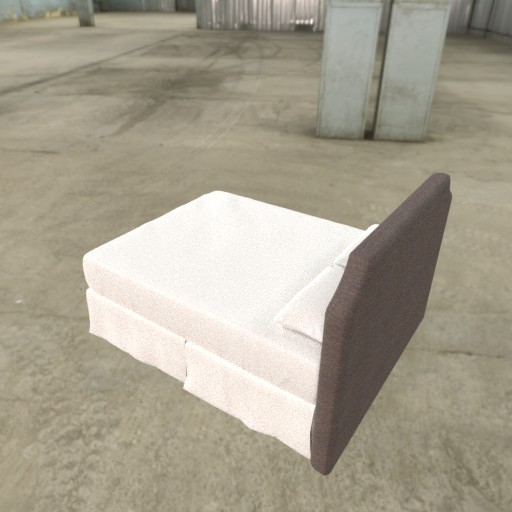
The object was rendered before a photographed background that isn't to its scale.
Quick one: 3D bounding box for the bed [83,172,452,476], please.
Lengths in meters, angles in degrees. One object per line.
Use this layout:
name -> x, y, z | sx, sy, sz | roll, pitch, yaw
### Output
bed -> 0.000, 0.000, 3.166 | 2.116, 1.290, 1.693 | 19, 36, 30
